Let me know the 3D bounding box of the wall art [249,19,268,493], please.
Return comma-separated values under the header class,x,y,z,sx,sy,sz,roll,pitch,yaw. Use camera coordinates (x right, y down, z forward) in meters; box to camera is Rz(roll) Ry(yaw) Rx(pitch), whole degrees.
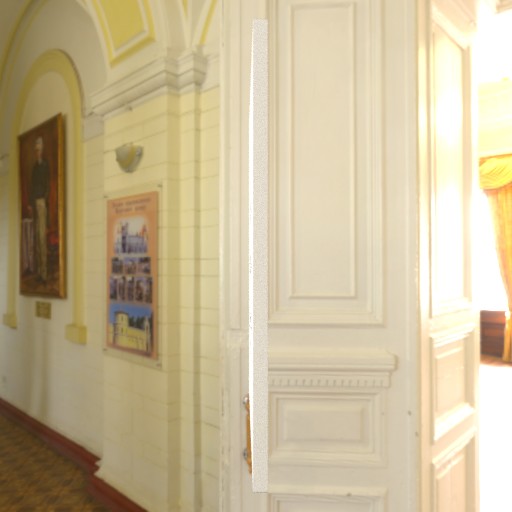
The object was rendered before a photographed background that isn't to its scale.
class,x,y,z,sx,sy,sz,roll,pitch,yaw
wall art,0.000,0.000,0.612,0.015,0.477,0.332,0,-1,-2
